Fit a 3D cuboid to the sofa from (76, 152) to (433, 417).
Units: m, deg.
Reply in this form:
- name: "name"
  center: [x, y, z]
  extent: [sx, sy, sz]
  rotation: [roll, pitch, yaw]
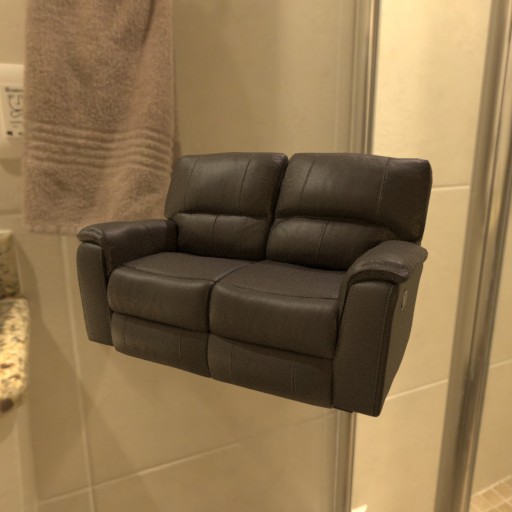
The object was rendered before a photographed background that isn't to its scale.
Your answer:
- name: "sofa"
  center: [0.000, 0.000, 2.452]
  extent: [1.765, 1.111, 1.104]
  rotation: [7, 15, 26]
